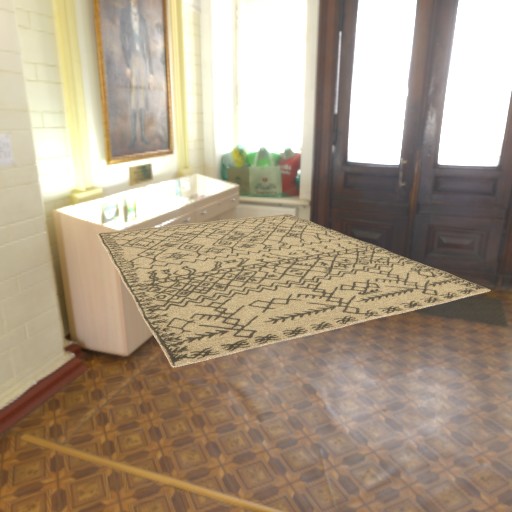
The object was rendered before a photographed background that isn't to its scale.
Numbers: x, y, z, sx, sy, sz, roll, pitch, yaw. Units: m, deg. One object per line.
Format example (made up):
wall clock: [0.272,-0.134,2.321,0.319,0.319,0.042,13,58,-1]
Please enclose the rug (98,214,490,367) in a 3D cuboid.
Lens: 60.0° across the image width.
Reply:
rug: [0.000,0.000,3.287,1.964,0.025,2.455,-8,19,-25]
